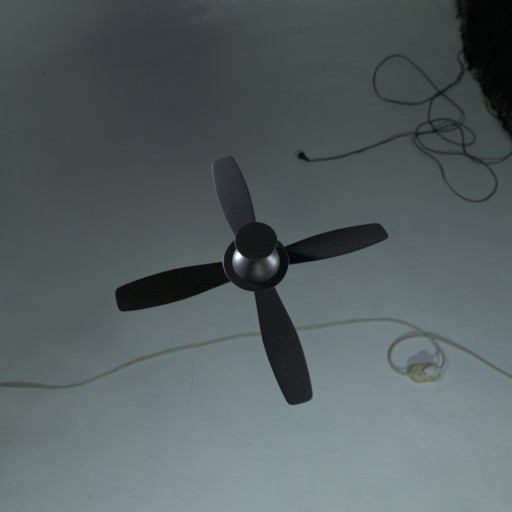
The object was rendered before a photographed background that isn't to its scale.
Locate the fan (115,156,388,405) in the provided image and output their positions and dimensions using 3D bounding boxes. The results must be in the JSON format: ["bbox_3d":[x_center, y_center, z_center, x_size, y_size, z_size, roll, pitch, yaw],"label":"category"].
[{"bbox_3d":[0.000,0.000,2.595,1.694,0.382,1.694,-15,63,-7],"label":"fan"}]
